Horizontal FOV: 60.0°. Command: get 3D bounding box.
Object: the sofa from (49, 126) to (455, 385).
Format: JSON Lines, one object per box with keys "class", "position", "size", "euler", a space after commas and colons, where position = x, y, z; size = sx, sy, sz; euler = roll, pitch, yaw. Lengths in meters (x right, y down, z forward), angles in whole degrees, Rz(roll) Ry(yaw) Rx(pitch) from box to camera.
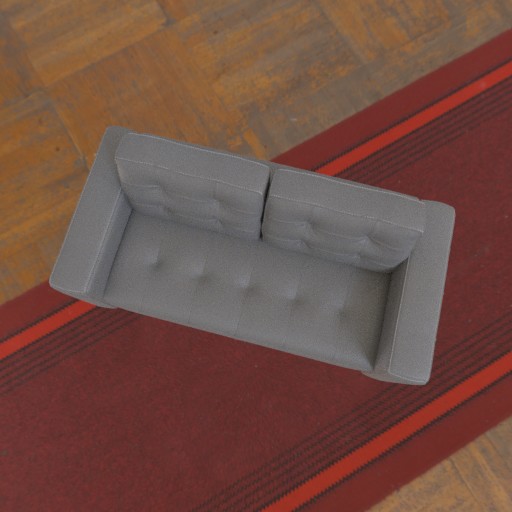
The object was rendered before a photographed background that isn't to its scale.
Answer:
{"class": "sofa", "position": [0.000, 0.000, 2.169], "size": [1.726, 0.892, 0.833], "euler": [14, 76, 3]}
